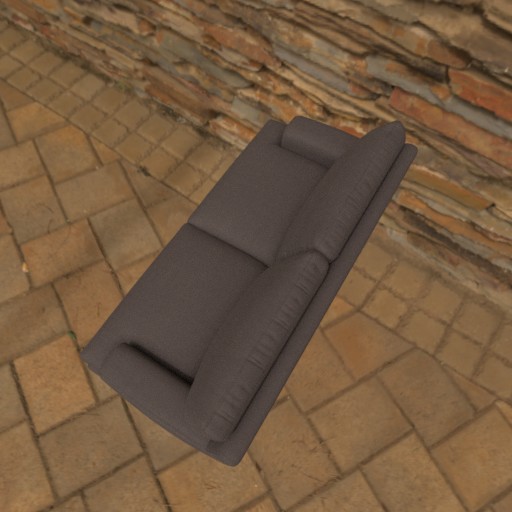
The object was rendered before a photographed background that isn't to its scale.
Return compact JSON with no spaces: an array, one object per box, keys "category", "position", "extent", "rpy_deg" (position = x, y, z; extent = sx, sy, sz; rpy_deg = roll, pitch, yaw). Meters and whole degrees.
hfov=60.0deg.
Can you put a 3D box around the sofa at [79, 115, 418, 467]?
[{"category":"sofa","position":[0.000,0.000,2.824],"extent":[1.140,0.950,2.271],"rpy_deg":[29,66,14]}]
